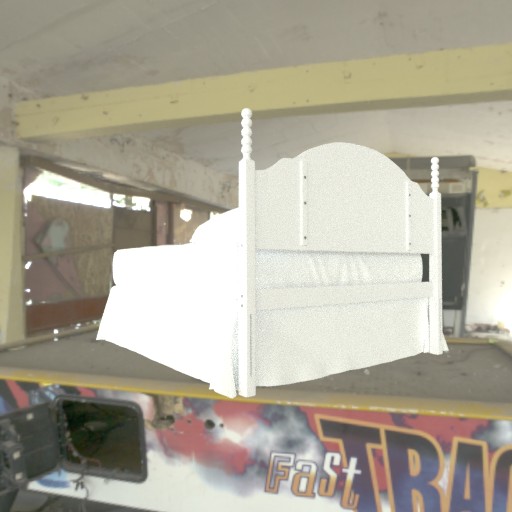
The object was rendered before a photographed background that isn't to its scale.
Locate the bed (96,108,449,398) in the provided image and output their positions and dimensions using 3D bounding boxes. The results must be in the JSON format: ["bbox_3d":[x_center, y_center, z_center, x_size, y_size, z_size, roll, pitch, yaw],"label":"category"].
[{"bbox_3d":[0.000,0.000,3.351,1.873,1.356,2.040,1,-1,-37],"label":"bed"}]
